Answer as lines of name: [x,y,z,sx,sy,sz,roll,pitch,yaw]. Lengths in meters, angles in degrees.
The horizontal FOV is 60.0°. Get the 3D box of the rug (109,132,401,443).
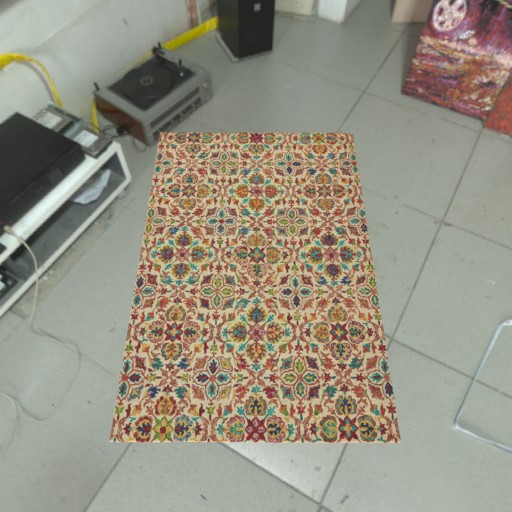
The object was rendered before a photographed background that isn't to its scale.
rug: [0.000,0.000,2.339,1.226,0.013,1.838,0,58,0]
